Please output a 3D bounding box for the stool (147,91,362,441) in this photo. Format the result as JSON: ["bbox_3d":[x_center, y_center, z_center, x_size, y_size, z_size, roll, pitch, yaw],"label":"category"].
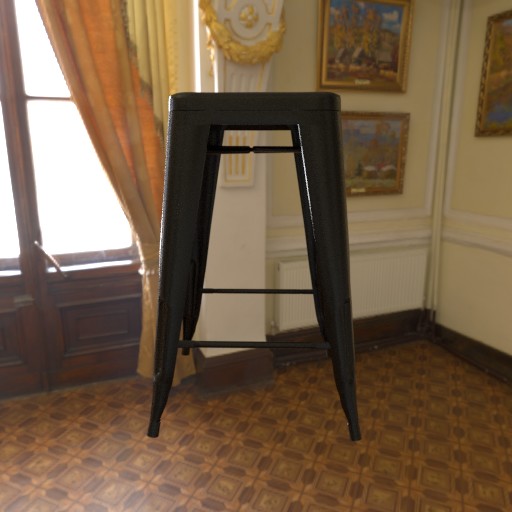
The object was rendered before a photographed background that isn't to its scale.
[{"bbox_3d":[0.000,0.000,0.911,0.455,0.609,0.423,-2,14,-9],"label":"stool"}]
